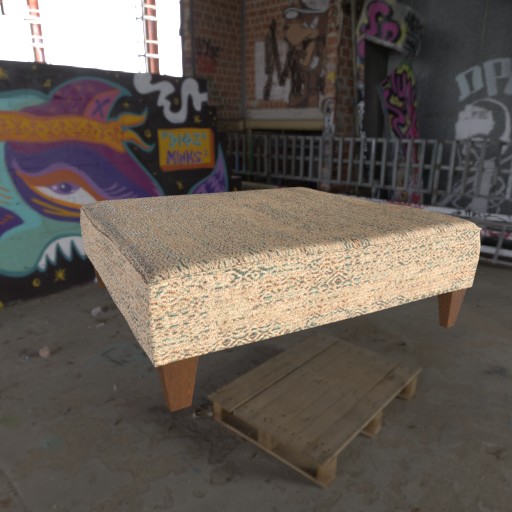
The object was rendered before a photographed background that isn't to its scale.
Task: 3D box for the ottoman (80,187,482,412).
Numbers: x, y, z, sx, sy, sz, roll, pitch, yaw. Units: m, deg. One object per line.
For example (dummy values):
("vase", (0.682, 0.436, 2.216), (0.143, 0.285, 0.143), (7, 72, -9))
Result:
("ottoman", (0.000, 0.000, 1.517), (1.004, 0.356, 0.968), (-9, 18, -27))
